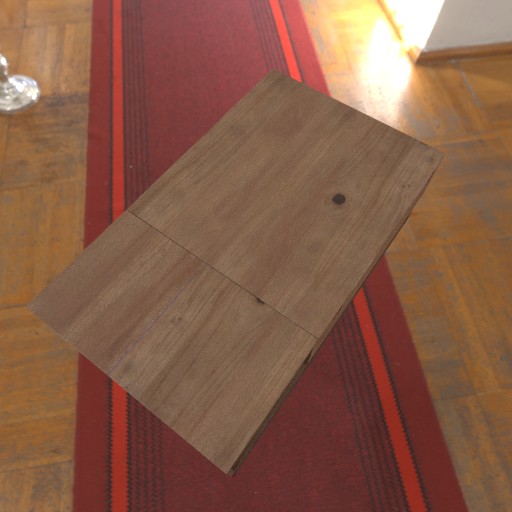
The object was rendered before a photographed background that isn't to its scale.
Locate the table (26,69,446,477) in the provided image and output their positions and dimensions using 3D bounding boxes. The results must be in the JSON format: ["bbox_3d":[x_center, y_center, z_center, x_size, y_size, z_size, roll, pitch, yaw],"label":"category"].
[{"bbox_3d":[0.000,0.000,1.422,0.655,0.395,1.101,33,67,16],"label":"table"}]
